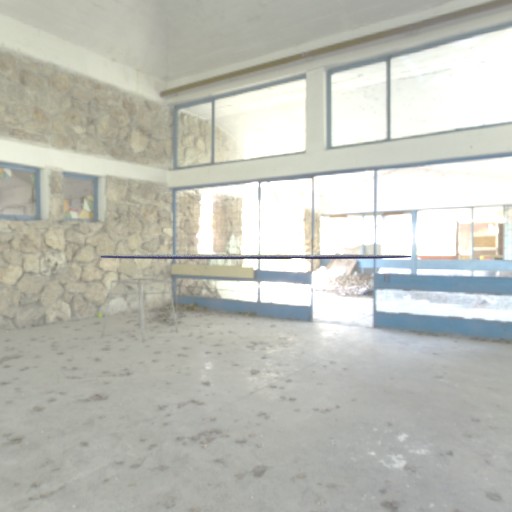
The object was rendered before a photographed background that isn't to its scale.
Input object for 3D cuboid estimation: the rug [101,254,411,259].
[{"bbox_3d":[0.000,0.000,3.602,2.386,0.014,2.386,0,1,0],"label":"rug"}]
